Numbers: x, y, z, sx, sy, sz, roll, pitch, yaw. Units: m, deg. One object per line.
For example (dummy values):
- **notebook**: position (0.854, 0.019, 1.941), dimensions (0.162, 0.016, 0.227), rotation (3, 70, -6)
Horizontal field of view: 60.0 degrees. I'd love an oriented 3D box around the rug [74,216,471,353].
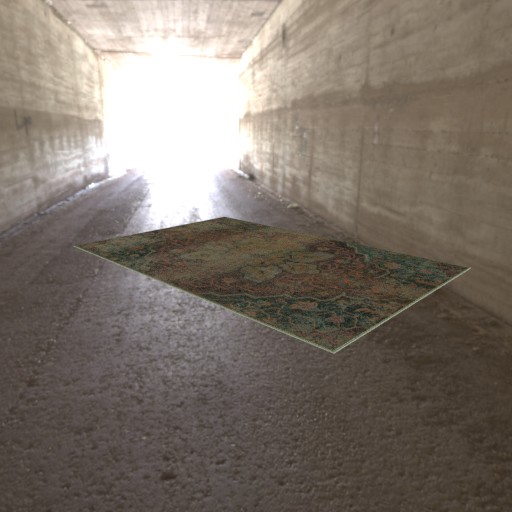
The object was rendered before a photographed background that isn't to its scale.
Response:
- **rug**: position (0.000, 0.000, 3.073), dimensions (1.566, 0.004, 2.363), rotation (-16, 23, -43)
